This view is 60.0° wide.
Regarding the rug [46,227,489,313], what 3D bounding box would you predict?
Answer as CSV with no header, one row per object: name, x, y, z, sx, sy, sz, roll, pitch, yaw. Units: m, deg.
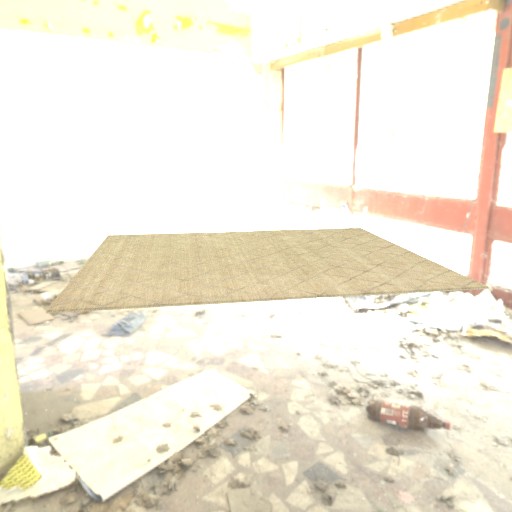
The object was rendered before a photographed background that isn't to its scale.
rug,0.000,0.000,4.144,3.038,0.019,2.420,-2,14,-9
